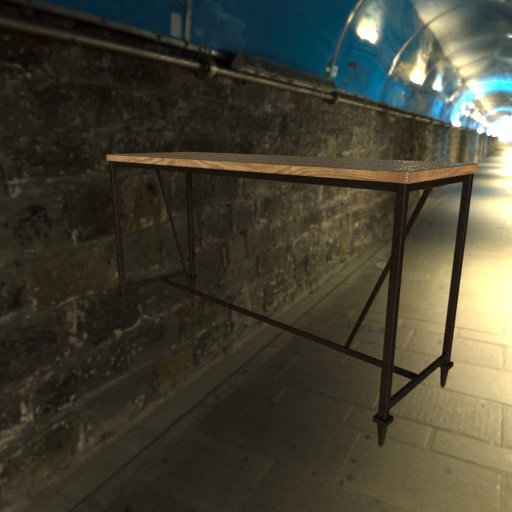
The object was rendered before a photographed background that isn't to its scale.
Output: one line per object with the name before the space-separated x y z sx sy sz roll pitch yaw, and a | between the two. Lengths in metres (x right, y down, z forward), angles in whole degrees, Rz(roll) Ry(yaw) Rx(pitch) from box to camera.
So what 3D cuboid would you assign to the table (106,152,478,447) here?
table | 0.000 0.000 2.087 1.700 0.902 0.551 14 21 42
